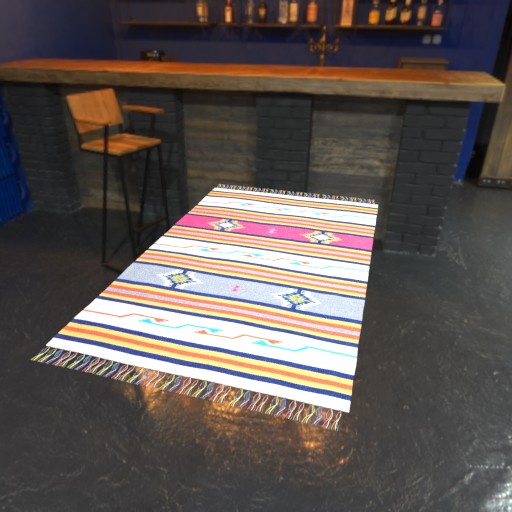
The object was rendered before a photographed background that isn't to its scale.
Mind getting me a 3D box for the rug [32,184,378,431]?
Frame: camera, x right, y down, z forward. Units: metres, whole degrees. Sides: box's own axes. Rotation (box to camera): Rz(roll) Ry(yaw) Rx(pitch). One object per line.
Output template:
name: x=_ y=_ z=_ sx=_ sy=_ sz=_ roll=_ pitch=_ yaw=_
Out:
rug: x=0.000 y=0.000 z=2.167 sx=1.084 sy=0.013 sz=1.849 roll=8 pitch=30 yaw=14
